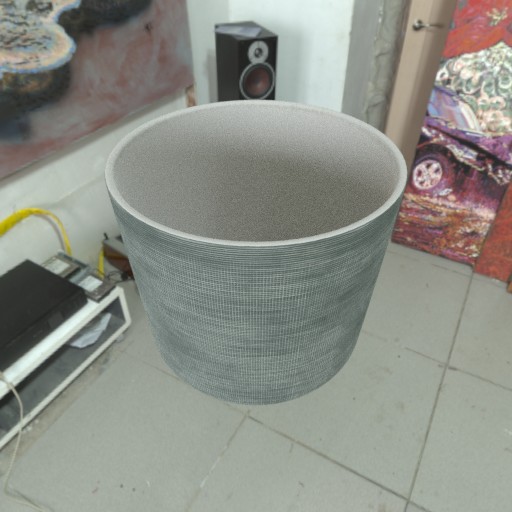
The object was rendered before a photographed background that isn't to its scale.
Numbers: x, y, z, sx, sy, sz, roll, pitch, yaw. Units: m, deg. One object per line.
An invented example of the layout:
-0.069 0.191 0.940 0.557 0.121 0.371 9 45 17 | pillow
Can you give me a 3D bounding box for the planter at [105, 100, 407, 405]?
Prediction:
0.000 0.000 0.792 0.440 0.398 0.440 0 40 0 | planter
